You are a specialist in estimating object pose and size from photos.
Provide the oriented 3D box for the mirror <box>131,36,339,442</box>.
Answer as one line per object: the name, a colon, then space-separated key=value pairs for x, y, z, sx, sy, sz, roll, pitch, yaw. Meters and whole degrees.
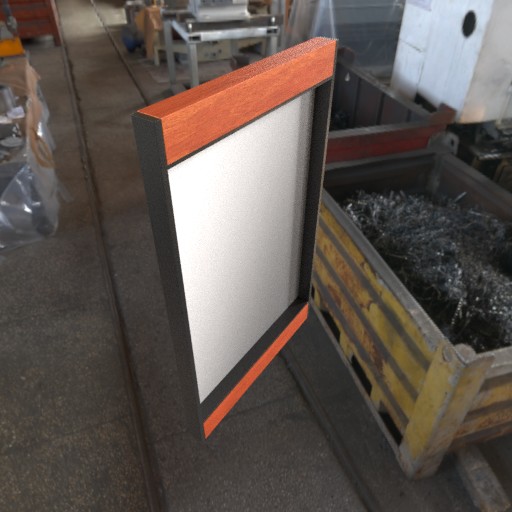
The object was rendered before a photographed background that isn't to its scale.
mirror: x=0.000 y=0.000 z=1.015 sx=0.047 sy=0.823 sz=0.525 roll=24 pitch=45 yaw=27
